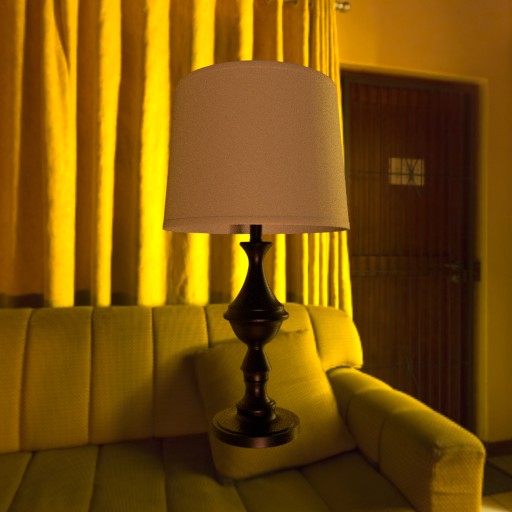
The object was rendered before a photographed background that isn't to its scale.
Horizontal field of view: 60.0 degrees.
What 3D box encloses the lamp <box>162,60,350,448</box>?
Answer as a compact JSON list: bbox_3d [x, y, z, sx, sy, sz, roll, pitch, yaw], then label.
[{"bbox_3d":[0.000,0.000,0.926,0.383,0.726,0.383,0,0,0],"label":"lamp"}]
